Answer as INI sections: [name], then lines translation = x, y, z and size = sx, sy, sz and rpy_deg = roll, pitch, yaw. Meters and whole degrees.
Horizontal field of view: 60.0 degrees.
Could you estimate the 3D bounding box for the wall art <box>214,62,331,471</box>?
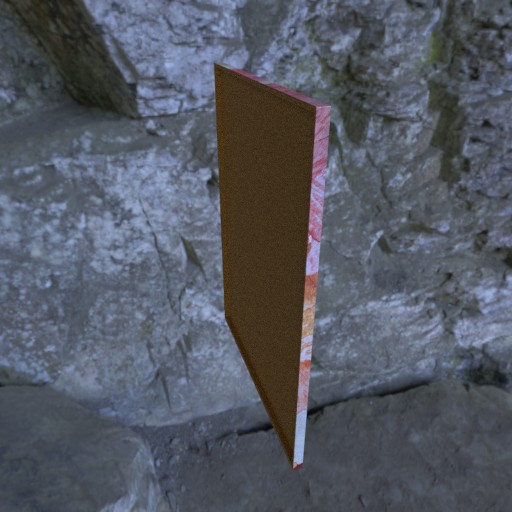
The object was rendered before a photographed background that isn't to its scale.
[wall art]
translation = 0.000, 0.000, 1.351
size = 0.031, 1.015, 0.762
rpy_deg = -9, 31, -16
